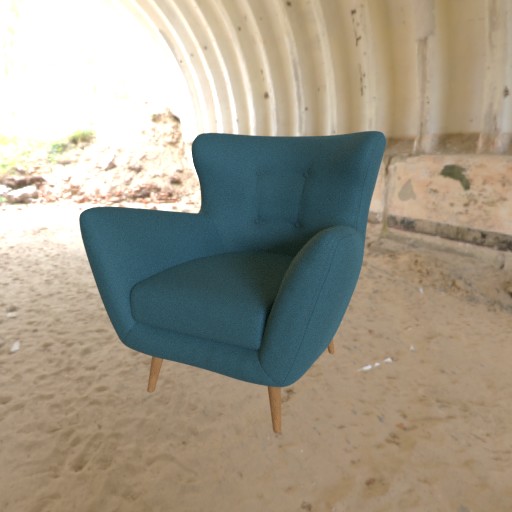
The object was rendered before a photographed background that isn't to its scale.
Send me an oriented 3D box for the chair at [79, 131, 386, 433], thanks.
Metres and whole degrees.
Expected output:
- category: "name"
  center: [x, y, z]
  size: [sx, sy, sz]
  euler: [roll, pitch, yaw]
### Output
- category: "chair"
  center: [0.000, 0.000, 1.632]
  size: [0.890, 0.889, 0.889]
  euler: [7, 16, 26]
